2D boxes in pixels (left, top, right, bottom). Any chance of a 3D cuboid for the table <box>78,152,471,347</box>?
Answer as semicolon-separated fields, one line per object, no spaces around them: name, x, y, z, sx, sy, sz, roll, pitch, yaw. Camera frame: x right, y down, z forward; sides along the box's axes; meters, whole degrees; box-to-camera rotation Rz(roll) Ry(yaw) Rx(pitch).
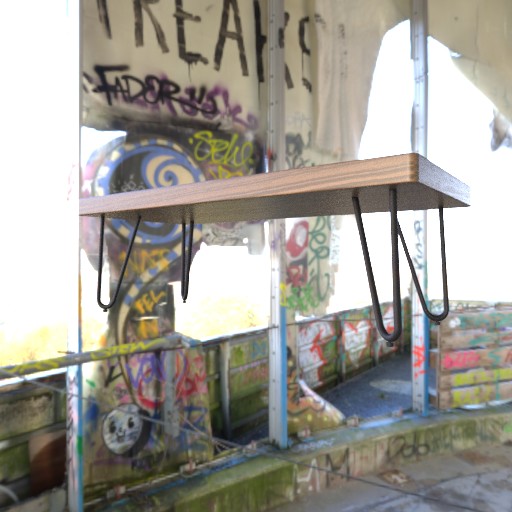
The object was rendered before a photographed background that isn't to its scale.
table;0.000;0.000;1.667;1.375;0.468;0.637;0;0;37
